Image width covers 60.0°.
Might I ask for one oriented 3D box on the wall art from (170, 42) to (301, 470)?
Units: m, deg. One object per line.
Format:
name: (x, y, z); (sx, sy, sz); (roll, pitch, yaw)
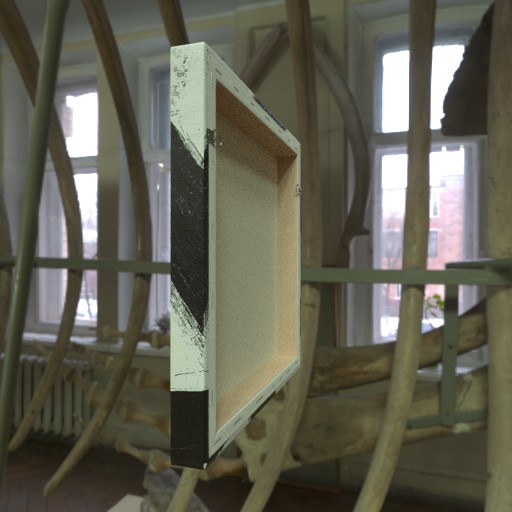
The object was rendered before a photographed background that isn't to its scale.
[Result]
wall art: (0.000, 0.000, 0.767); (0.050, 0.508, 0.507); (0, 0, 19)
